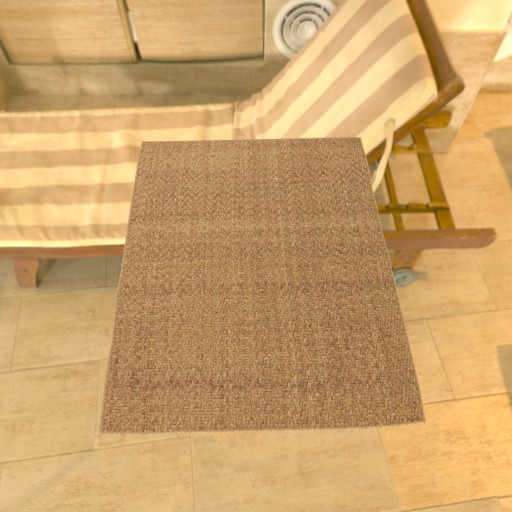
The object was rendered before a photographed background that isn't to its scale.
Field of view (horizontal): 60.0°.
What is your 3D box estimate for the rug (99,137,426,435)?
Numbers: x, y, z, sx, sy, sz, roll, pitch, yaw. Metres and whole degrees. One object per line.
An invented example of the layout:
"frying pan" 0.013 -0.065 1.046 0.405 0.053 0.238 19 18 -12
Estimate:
"rug" 0.000 0.000 4.043 2.439 0.013 3.048 -2 57 -1
